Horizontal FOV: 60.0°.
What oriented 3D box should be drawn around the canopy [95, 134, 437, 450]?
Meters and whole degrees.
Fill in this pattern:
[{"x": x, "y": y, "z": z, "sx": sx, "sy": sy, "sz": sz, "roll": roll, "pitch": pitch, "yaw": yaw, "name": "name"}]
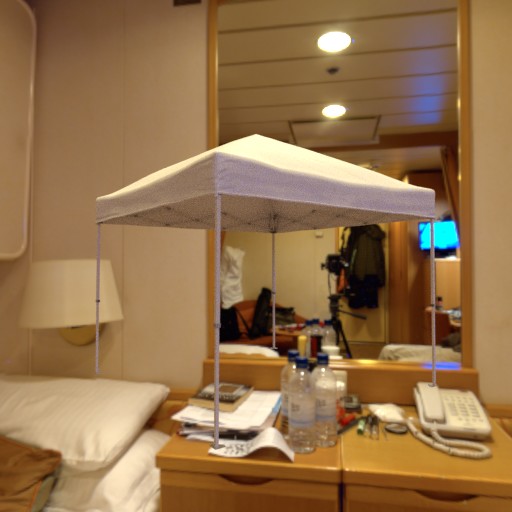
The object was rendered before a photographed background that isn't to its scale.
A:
[{"x": 0.000, "y": 0.000, "z": 5.425, "sx": 2.996, "sy": 2.997, "sz": 2.998, "roll": 1, "pitch": -2, "yaw": -37, "name": "canopy"}]
